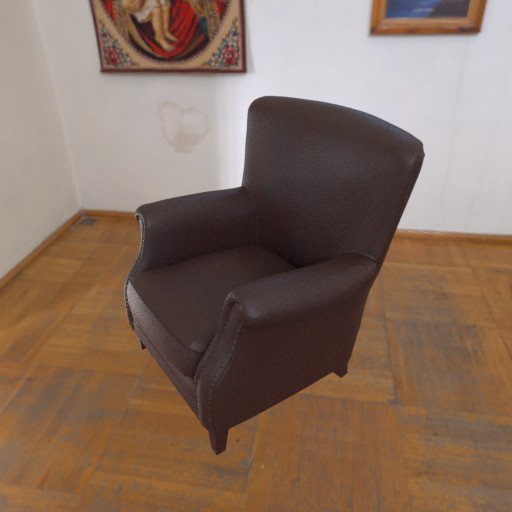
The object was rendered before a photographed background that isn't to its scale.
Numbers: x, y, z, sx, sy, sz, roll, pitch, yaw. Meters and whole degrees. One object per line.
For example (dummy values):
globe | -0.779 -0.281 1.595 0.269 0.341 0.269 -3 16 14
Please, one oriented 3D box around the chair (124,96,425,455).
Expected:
chair | 0.000 0.000 1.365 0.746 0.800 0.700 -21 38 -30
